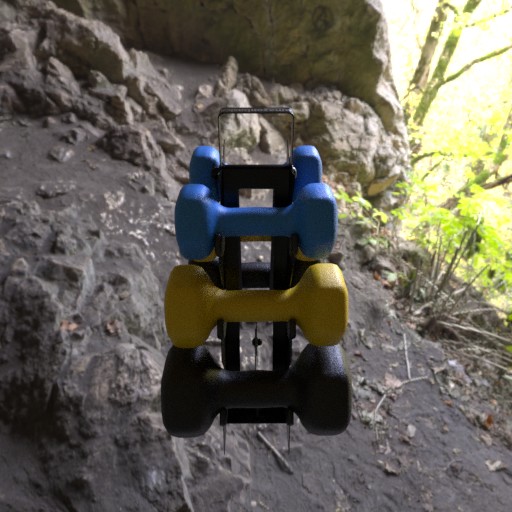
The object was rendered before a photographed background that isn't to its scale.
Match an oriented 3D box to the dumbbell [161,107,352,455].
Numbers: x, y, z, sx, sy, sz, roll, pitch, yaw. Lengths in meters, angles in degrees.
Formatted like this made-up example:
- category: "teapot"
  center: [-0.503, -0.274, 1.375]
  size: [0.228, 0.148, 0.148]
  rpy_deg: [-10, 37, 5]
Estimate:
- category: "dumbbell"
  center: [0.000, 0.000, 0.661]
  size: [0.255, 0.426, 0.409]
  rpy_deg: [0, 32, 0]
